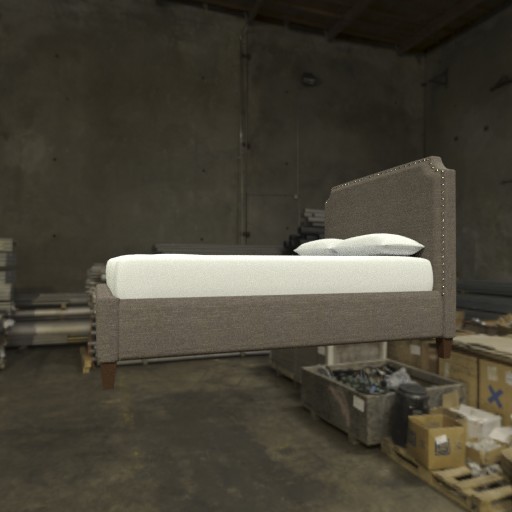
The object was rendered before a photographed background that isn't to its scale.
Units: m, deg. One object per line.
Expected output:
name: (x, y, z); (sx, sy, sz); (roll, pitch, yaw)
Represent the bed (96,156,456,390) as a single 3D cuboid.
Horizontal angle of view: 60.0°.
bed: (0.000, 0.000, 3.511); (2.381, 1.457, 1.713); (0, -1, -20)
